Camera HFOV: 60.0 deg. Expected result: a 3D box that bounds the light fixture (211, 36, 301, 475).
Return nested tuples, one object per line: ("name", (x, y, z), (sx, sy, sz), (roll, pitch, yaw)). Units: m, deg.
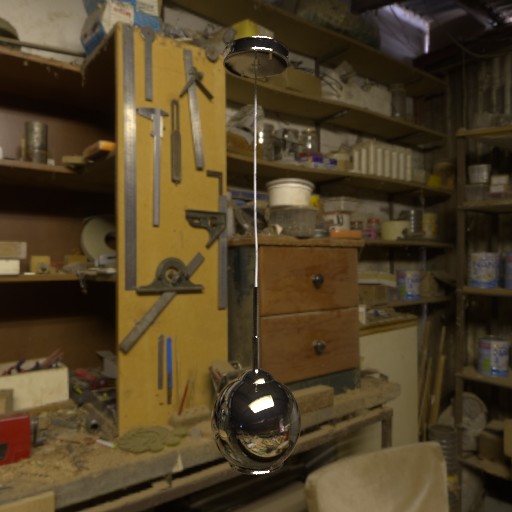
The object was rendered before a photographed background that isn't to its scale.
("light fixture", (0.000, 0.000, 1.666), (0.336, 1.538, 0.336), (1, -1, -36))
